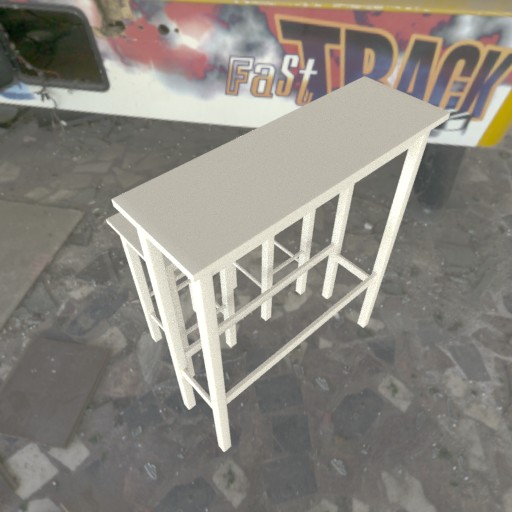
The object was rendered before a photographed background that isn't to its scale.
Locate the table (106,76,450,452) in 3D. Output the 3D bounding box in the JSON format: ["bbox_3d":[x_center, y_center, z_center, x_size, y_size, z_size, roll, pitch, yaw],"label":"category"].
[{"bbox_3d":[0.000,0.000,1.613,0.915,1.065,0.650,-34,55,-27],"label":"table"}]
